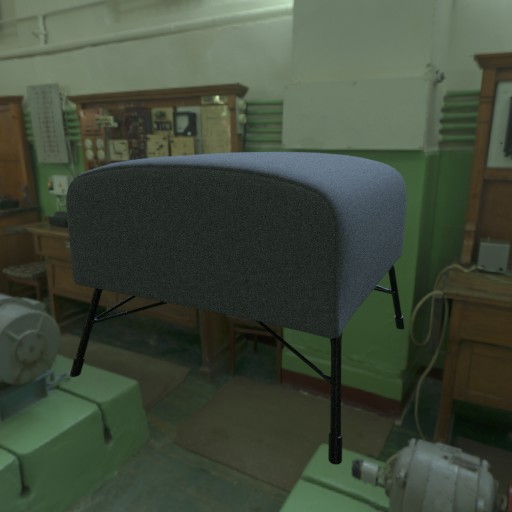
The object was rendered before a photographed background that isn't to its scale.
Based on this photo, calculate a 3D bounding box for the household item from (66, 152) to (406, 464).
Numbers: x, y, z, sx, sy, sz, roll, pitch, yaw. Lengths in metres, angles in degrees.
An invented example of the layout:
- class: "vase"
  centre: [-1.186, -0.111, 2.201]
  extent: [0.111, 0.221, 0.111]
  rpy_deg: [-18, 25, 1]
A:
- class: "household item"
  centre: [0.000, 0.000, 0.900]
  extent: [0.530, 0.410, 0.530]
  rpy_deg: [7, 16, 26]
